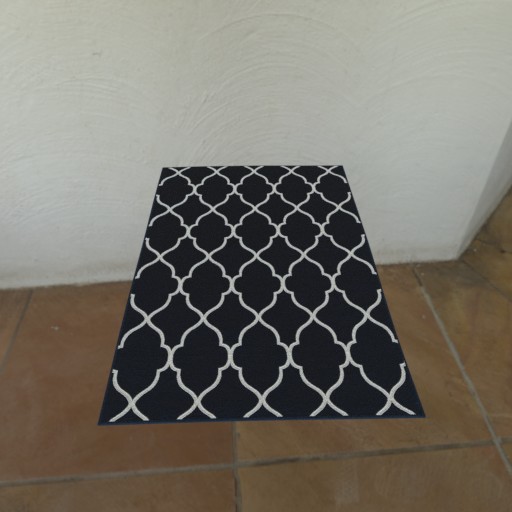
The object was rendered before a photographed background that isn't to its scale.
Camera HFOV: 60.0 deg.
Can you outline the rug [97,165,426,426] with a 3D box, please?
[{"bbox_3d":[0.000,0.000,2.889,1.526,0.014,2.290,-1,42,-1],"label":"rug"}]
